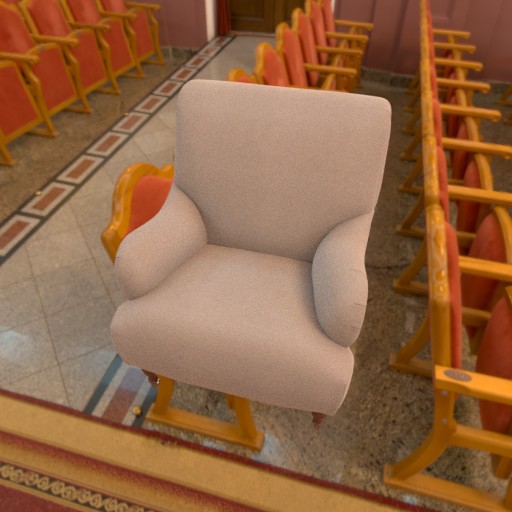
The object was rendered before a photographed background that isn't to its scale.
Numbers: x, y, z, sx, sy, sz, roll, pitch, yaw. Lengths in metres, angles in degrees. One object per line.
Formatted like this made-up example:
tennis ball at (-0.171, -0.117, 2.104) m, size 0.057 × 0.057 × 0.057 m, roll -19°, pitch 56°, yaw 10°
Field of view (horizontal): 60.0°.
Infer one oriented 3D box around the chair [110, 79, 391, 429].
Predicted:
chair at (0.000, 0.000, 1.538) m, size 0.766 × 0.942 × 0.842 m, roll 10°, pitch 41°, yaw 12°
